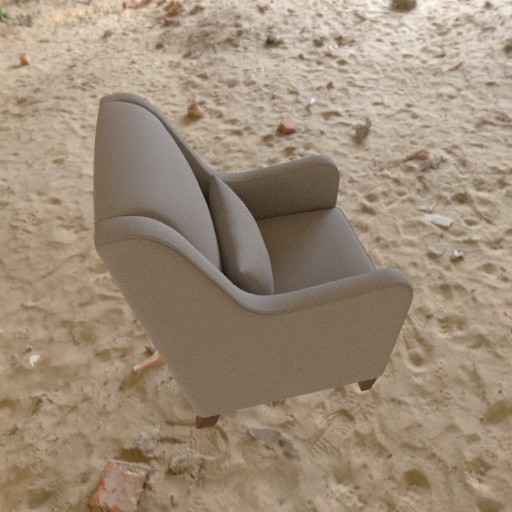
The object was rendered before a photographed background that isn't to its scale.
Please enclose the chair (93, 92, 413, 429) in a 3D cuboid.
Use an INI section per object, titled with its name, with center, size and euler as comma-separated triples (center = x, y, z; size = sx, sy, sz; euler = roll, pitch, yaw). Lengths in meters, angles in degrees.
[chair]
center = 0.000, 0.000, 1.560
size = 0.863, 1.010, 0.715
euler = -9, 46, -9
